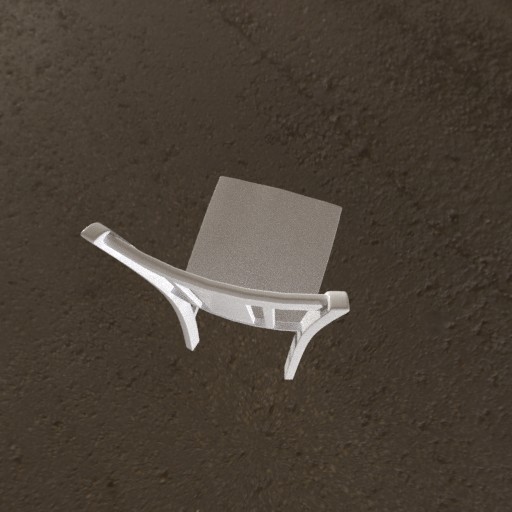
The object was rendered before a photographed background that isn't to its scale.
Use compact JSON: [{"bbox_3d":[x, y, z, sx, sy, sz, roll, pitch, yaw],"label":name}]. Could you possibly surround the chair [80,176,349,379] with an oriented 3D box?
[{"bbox_3d":[0.000,0.000,1.253,0.450,0.998,0.555,15,67,7],"label":"chair"}]
